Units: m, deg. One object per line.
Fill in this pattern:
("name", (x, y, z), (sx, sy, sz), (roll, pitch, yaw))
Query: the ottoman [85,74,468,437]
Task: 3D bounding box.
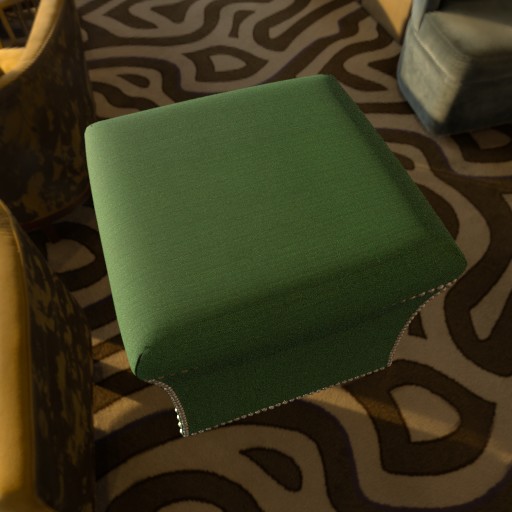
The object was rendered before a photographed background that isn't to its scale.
("ottoman", (0.000, 0.000, 0.877), (0.507, 0.475, 0.497), (-16, 58, -10))
